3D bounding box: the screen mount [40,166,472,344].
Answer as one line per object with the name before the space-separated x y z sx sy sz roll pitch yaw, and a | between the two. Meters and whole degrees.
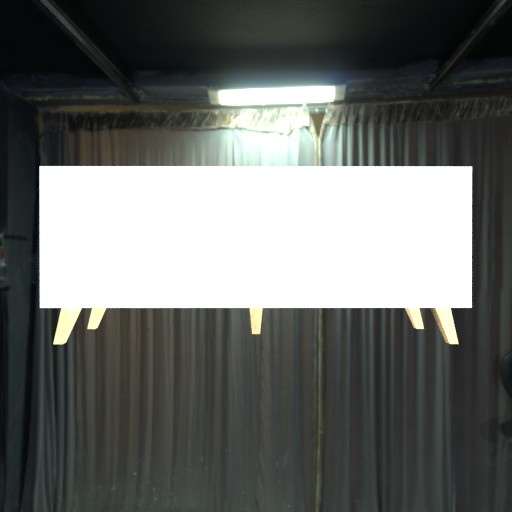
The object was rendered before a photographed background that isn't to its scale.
screen mount | 0.000 0.000 1.729 1.490 0.619 0.400 0 0 0
